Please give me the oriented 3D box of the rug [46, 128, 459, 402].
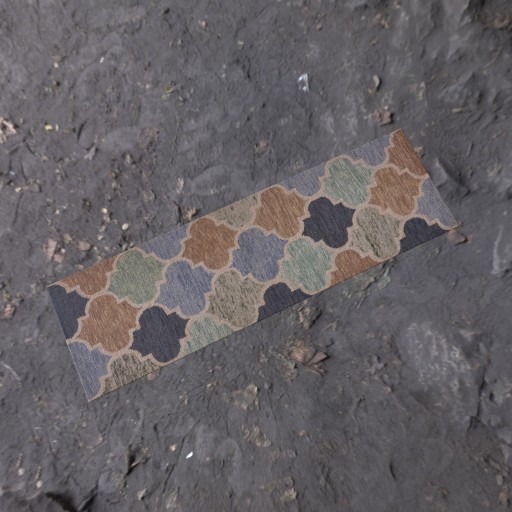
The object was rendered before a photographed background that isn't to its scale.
[{"bbox_3d":[0.000,0.000,2.530,2.287,0.011,0.687,-25,78,-5],"label":"rug"}]
